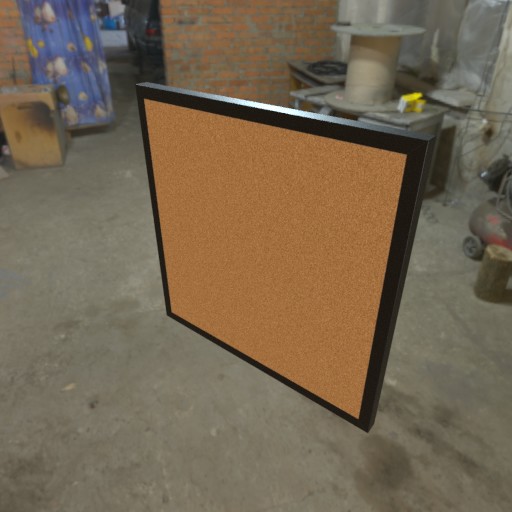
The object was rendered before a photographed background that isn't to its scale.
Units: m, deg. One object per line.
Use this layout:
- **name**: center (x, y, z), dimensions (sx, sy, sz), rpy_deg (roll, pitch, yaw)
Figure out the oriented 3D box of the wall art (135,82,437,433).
- **wall art**: center (0.000, 0.000, 1.155), dimensions (0.765, 0.765, 0.038), rpy_deg (23, 38, 32)
